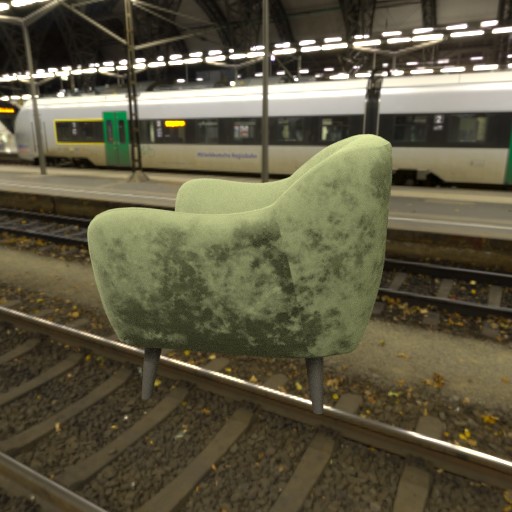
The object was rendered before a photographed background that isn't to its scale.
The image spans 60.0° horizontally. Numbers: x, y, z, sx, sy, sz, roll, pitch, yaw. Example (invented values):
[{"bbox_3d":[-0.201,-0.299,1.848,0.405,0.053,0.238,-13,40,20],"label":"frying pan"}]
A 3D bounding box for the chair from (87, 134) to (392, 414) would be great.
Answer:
[{"bbox_3d":[0.000,0.000,1.518,0.819,0.804,0.840,2,16,8],"label":"chair"}]
